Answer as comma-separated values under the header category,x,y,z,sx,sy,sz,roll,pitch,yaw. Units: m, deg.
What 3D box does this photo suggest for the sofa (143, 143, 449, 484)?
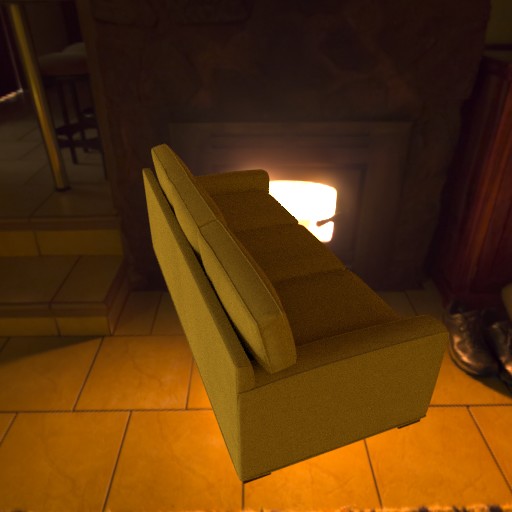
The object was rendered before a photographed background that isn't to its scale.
category,x,y,z,sx,sy,sz,roll,pitch,yaw
sofa,0.000,0.000,2.566,0.936,0.862,2.093,-11,32,-18
